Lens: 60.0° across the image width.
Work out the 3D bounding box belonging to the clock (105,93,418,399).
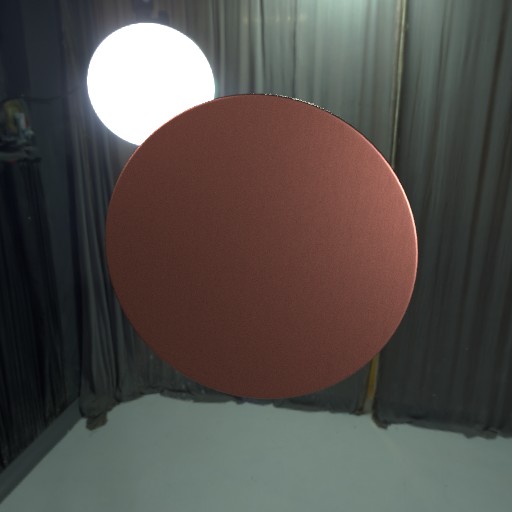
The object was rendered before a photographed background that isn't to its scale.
[{"bbox_3d":[0.000,0.000,0.457,0.313,0.313,0.040,3,17,9],"label":"clock"}]
